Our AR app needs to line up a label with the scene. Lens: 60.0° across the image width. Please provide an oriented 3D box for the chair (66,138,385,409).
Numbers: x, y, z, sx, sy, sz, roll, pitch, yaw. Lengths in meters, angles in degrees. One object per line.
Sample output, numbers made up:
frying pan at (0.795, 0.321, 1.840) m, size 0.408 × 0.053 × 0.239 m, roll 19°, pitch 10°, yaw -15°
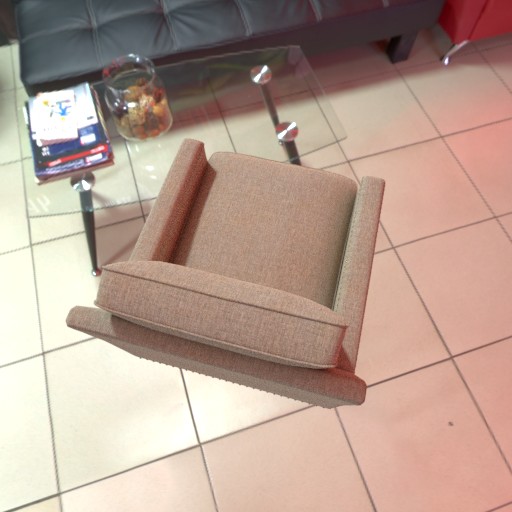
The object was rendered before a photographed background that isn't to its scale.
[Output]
chair at (0.000, 0.000, 1.699) m, size 0.853 × 0.943 × 1.014 m, roll 13°, pitch 64°, yaw 7°
